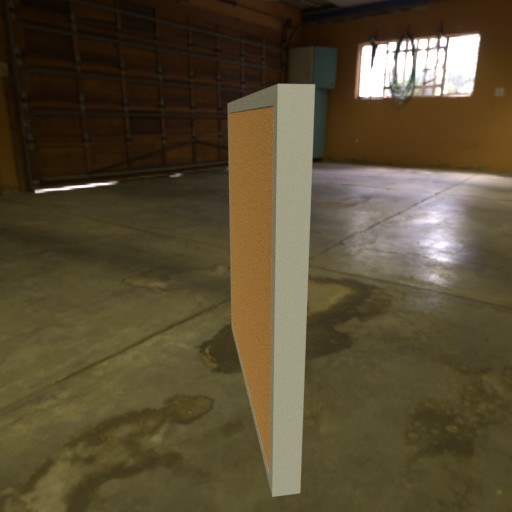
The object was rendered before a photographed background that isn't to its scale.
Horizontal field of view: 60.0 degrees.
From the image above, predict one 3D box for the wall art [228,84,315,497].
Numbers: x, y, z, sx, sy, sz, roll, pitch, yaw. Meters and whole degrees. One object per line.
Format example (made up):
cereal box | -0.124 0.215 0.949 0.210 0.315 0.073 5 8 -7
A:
wall art | 0.000 0.000 0.749 0.038 0.506 0.506 -3 17 -9
